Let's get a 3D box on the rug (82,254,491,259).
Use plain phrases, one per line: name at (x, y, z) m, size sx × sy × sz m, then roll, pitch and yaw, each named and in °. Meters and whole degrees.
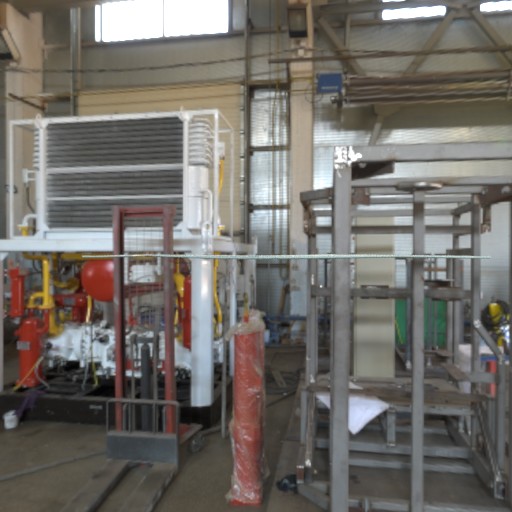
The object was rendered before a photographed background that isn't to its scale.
rug at (0.000, 0.000, 2.890) m, size 1.611 × 0.026 × 2.260 m, roll 0°, pitch 0°, yaw -36°
